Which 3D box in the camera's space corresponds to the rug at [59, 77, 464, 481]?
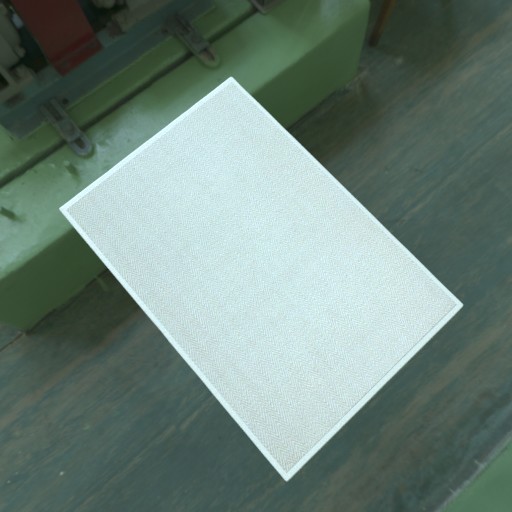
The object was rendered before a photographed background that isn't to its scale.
[{"bbox_3d":[0.000,0.000,2.881,1.532,0.017,2.244,-41,79,-10],"label":"rug"}]
